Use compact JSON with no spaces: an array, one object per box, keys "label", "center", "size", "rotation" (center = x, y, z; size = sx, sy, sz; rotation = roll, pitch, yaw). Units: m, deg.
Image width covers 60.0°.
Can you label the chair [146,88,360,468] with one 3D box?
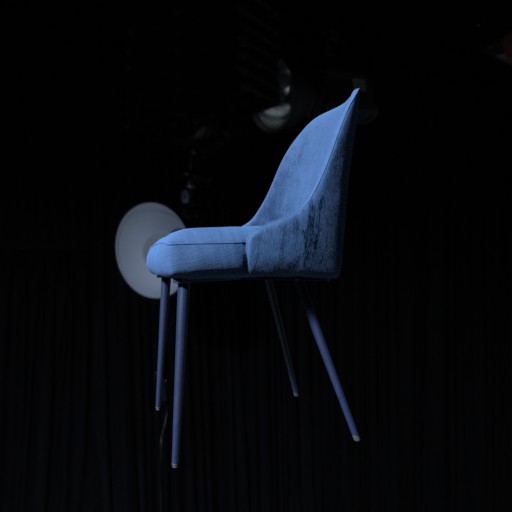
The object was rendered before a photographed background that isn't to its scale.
[{"label":"chair","center":[0.000,0.000,1.201],"size":[0.559,0.896,0.478],"rotation":[0,-1,-18]}]
